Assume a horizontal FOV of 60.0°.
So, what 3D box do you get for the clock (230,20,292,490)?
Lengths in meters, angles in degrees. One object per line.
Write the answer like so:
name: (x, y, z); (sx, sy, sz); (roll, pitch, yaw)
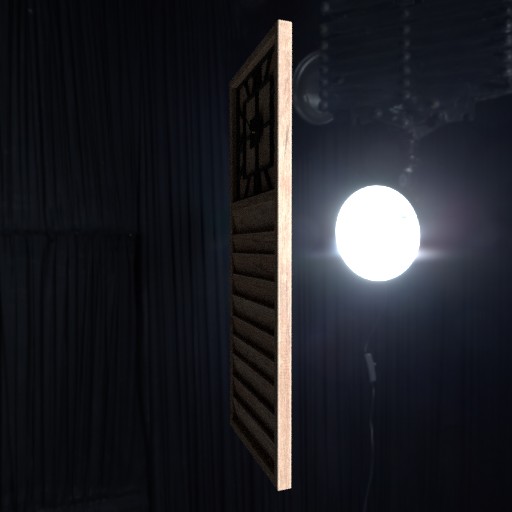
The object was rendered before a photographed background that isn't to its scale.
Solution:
clock: (0.000, 0.000, 1.082); (0.030, 0.965, 0.361); (0, 1, -19)
